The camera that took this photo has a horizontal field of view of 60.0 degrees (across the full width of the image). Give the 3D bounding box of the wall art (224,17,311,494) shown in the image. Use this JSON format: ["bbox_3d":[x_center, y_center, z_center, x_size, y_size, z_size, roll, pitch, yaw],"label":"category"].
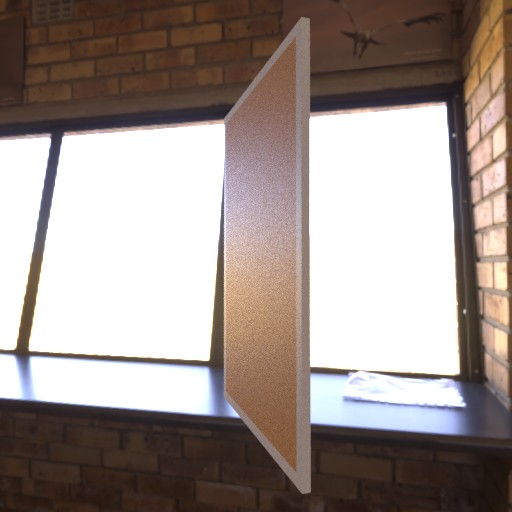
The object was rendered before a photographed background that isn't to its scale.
[{"bbox_3d":[0.000,0.000,0.828,0.013,0.656,0.456,0,-1,-18],"label":"wall art"}]
